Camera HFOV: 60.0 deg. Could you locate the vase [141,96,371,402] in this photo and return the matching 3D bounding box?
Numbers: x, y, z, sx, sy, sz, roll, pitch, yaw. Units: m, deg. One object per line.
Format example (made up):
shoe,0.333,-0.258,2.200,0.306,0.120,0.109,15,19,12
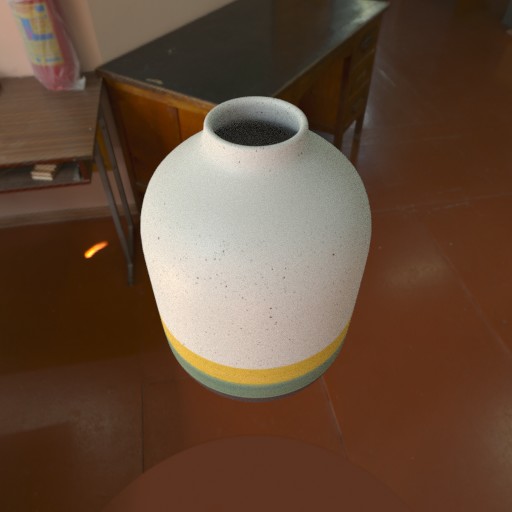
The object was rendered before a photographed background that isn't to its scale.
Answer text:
vase,0.000,0.000,0.357,0.169,0.240,0.169,0,46,0
